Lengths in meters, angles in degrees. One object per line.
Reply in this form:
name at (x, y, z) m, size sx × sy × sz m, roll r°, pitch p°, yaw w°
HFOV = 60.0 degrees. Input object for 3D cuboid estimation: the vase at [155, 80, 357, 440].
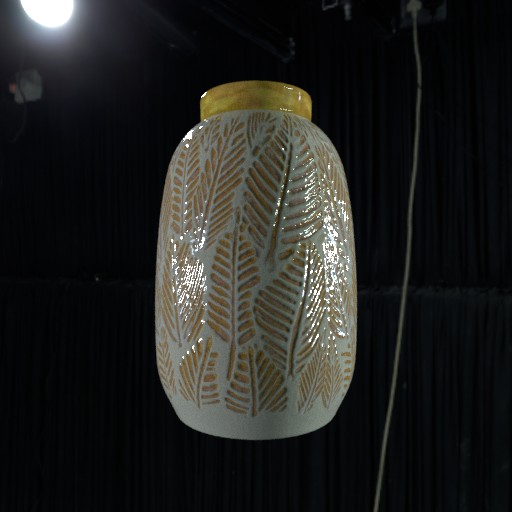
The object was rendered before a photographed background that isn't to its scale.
vase at (0.000, 0.000, 0.387) m, size 0.172 × 0.270 × 0.172 m, roll 0°, pitch 0°, yaw 0°
